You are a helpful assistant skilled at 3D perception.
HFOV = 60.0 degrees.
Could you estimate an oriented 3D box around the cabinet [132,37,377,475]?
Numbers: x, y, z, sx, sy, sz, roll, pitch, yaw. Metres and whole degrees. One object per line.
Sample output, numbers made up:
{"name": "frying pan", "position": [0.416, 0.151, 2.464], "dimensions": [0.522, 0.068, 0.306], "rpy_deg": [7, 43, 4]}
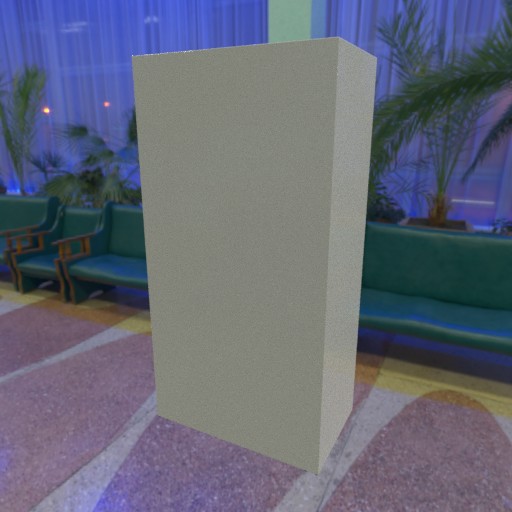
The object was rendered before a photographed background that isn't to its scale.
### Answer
{"name": "cabinet", "position": [0.000, 0.000, 2.322], "dimensions": [0.980, 1.920, 0.580], "rpy_deg": [8, 18, 27]}
